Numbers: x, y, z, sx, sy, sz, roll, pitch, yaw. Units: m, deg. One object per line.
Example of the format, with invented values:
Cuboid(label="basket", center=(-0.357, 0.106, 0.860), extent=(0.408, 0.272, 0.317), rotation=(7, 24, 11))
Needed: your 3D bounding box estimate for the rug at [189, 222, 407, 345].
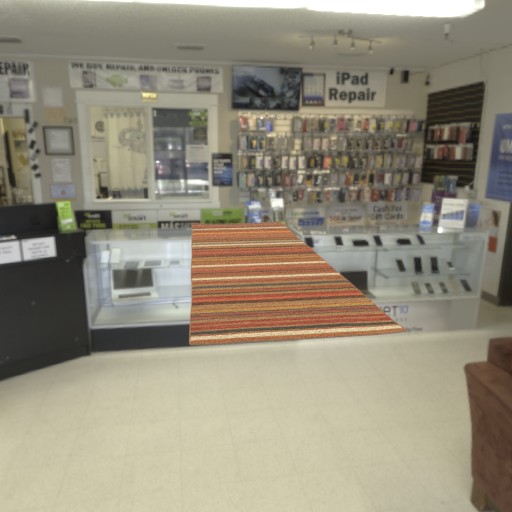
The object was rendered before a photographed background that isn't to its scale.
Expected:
Cuboid(label="rug", center=(0.000, 0.000, 2.749), extent=(0.799, 0.030, 2.444), rotation=(-2, 14, -8))
